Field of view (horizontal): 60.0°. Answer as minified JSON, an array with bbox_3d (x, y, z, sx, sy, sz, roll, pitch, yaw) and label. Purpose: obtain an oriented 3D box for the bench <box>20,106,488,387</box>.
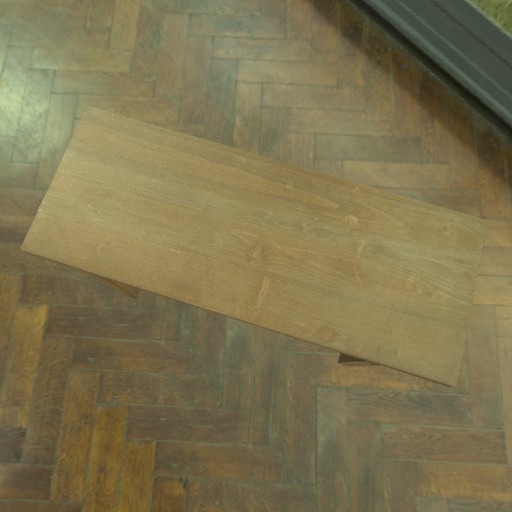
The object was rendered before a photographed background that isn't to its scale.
[{"bbox_3d":[0.000,0.000,1.419,1.183,0.458,0.458,17,76,4],"label":"bench"}]
